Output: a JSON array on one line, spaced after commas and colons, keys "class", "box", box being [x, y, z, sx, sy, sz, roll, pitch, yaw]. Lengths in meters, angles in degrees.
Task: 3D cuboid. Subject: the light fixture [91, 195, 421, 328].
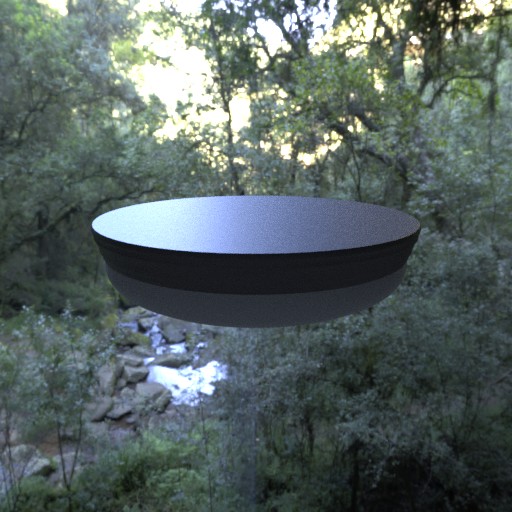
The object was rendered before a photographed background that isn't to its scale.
[{"class": "light fixture", "box": [0.000, 0.000, 0.537, 0.368, 0.100, 0.368, 0, 15, 0]}]
